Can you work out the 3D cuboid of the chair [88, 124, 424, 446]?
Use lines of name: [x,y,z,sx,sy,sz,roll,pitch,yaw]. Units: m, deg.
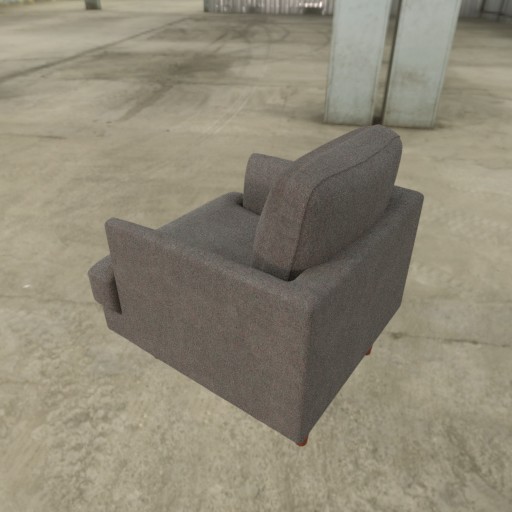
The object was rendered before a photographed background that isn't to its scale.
chair: [0.000,0.000,1.629,0.899,0.957,0.858,21,38,30]
